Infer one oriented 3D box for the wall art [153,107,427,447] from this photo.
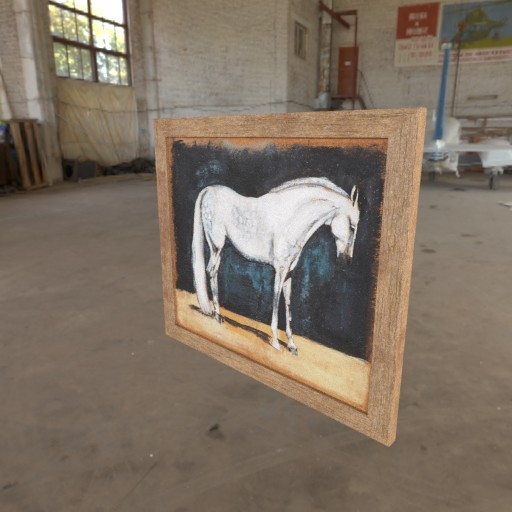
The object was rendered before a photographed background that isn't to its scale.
[{"bbox_3d":[0.000,0.000,0.968,0.690,0.588,0.026,14,21,42],"label":"wall art"}]
